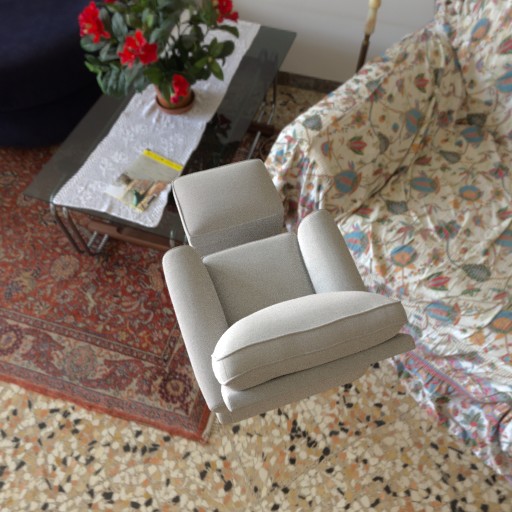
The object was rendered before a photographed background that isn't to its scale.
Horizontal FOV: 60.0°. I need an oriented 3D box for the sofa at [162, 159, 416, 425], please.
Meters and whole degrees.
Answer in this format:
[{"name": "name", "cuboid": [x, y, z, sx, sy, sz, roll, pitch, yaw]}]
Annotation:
[{"name": "sofa", "cuboid": [0.000, 0.000, 2.132, 0.880, 0.959, 1.478, -16, 59, -10]}]
